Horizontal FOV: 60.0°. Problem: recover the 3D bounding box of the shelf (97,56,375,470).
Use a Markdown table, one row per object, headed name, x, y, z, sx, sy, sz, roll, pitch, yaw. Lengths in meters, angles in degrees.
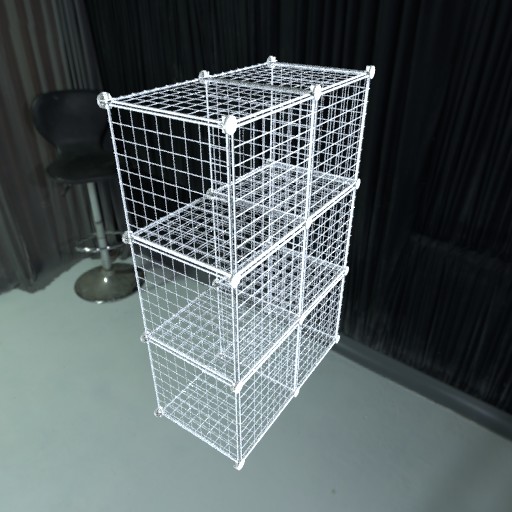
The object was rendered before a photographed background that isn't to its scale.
| name | x | y | z | sx | sy | sz | roll | pitch | yaw |
| --- | --- | --- | --- | --- | --- | --- | --- | --- | --- |
| shelf | 0.000 | 0.000 | 1.407 | 0.356 | 1.067 | 0.711 | 20 | 37 | 29 |
